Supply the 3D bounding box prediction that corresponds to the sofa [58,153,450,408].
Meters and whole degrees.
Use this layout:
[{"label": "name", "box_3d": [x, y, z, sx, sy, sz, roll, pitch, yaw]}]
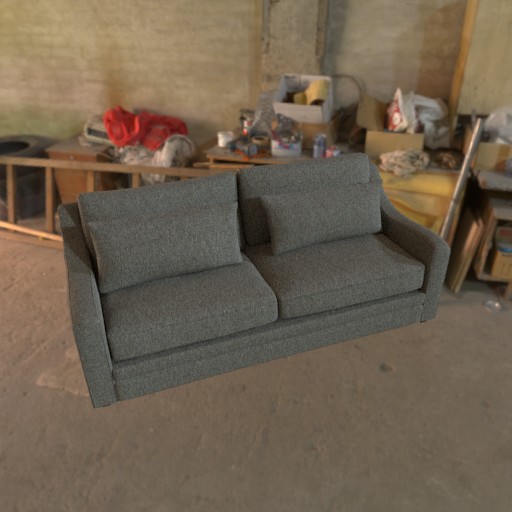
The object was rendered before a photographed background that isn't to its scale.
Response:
[{"label": "sofa", "box_3d": [0.000, 0.000, 3.026, 2.418, 0.998, 1.103, -11, 33, -17]}]
